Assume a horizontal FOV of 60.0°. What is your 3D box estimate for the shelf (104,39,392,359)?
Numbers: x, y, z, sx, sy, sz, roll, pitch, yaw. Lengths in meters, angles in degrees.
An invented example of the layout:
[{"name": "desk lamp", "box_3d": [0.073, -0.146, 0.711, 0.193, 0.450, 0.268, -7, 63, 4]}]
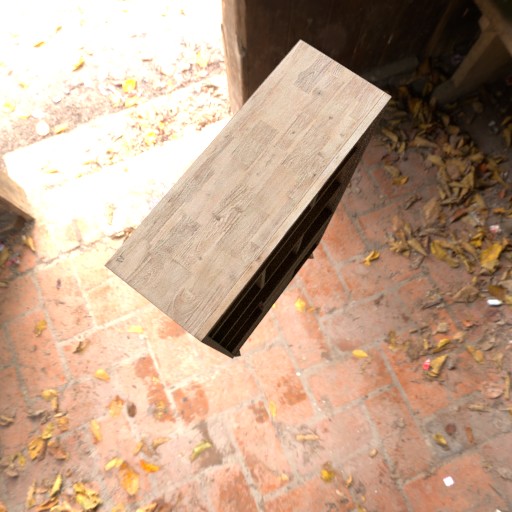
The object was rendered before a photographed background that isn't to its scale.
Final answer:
[{"name": "shelf", "box_3d": [0.000, 0.000, 1.751, 0.308, 1.471, 0.748, 36, 78, 9]}]
